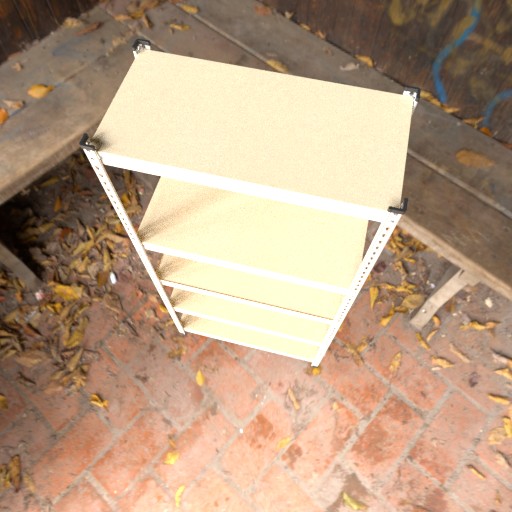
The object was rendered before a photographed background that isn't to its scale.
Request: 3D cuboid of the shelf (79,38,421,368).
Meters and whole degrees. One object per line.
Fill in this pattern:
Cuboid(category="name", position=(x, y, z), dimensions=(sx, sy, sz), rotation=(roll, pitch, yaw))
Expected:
Cuboid(category="shelf", position=(0.000, 0.000, 2.106), dimensions=(0.914, 1.829, 0.457), rotation=(13, 64, 6))
